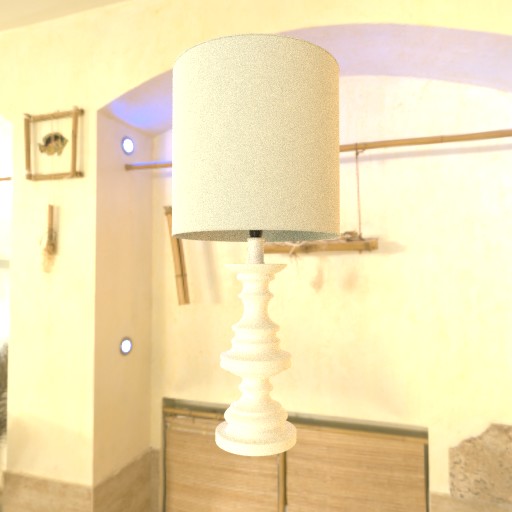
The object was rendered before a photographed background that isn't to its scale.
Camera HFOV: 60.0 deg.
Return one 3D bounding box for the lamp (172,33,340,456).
[{"bbox_3d":[0.000,0.000,0.556,0.208,0.455,0.208,-1,-2,18],"label":"lamp"}]
